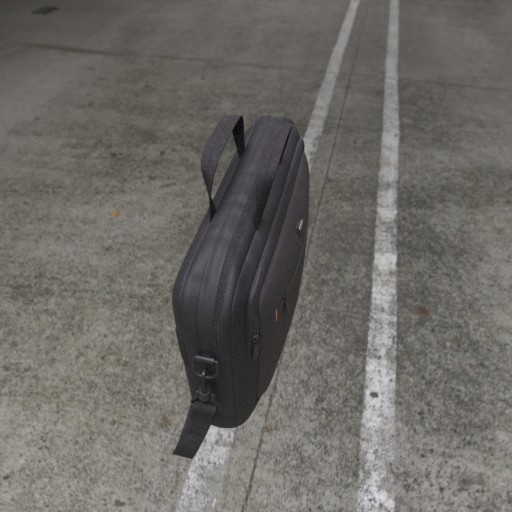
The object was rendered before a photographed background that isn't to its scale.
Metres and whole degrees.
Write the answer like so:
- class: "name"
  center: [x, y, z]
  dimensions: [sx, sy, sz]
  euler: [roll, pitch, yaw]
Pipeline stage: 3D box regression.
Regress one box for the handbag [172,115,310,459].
- class: "handbag"
  center: [0.000, 0.000, 0.421]
  dimensions: [0.089, 0.244, 0.320]
  euler: [10, 47, 9]
